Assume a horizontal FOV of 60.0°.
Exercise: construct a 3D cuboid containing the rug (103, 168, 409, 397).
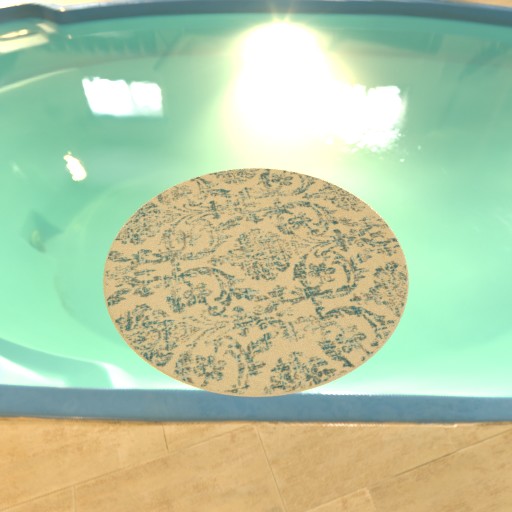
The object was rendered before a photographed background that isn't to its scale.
[{"bbox_3d":[0.000,0.000,2.372,1.593,0.012,1.593,0,47,0],"label":"rug"}]
